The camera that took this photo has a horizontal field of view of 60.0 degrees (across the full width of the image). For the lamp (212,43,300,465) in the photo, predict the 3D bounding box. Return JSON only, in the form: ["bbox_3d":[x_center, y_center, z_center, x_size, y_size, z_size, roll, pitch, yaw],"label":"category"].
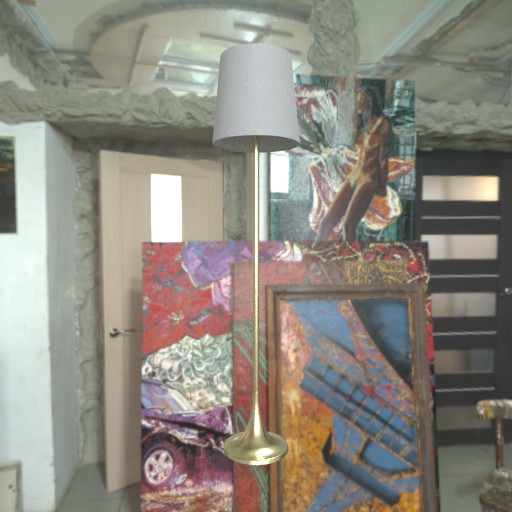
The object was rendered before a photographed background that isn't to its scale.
[{"bbox_3d":[0.000,0.000,1.741,0.337,1.543,0.337,0,3,0],"label":"lamp"}]
